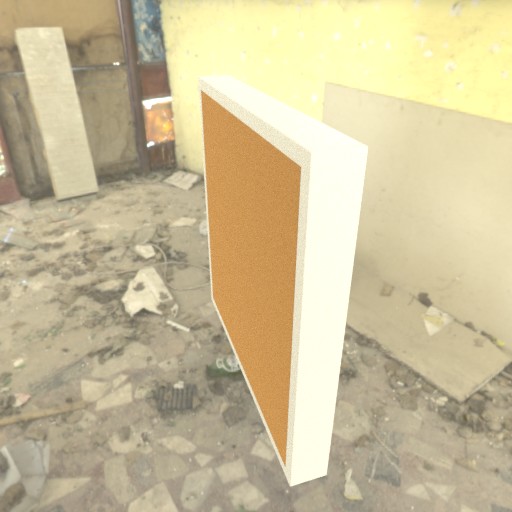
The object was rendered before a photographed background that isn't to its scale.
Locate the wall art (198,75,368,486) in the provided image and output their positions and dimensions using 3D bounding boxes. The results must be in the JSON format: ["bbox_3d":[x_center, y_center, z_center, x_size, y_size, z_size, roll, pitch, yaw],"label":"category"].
[{"bbox_3d":[0.000,0.000,0.453,0.037,0.305,0.305,-9,31,-16],"label":"wall art"}]
